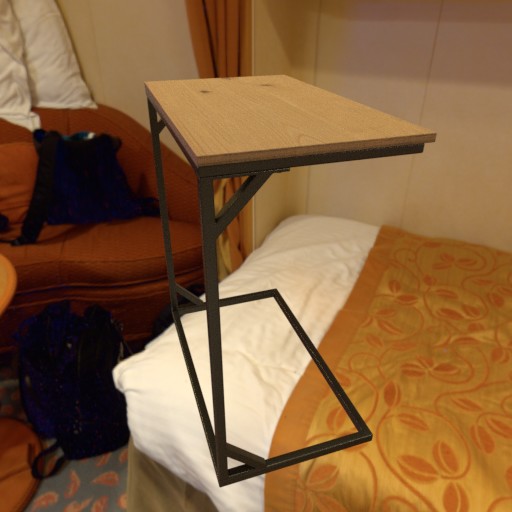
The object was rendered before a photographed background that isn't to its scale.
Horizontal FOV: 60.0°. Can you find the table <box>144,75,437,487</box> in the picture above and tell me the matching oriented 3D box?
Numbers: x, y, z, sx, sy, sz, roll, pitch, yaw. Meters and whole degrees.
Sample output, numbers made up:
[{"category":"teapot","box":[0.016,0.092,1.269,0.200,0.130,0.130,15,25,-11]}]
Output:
[{"category":"table","box":[0.000,0.000,1.002,0.351,0.673,0.597,-9,31,-16]}]
